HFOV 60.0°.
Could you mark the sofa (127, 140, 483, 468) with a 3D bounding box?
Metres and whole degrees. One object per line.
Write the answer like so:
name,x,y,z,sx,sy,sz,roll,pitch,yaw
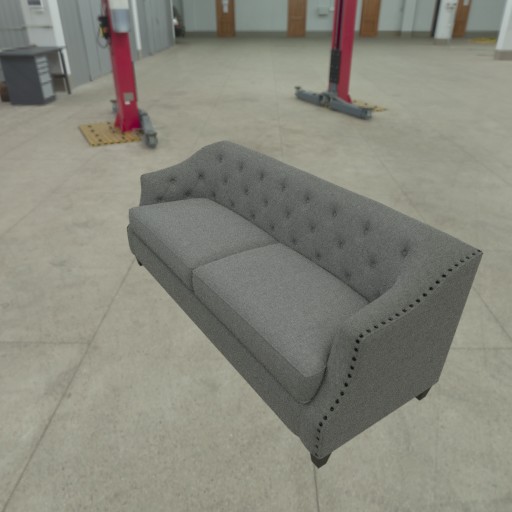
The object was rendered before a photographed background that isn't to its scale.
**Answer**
sofa,0.000,0.000,2.715,0.914,0.901,2.235,-18,34,-29
